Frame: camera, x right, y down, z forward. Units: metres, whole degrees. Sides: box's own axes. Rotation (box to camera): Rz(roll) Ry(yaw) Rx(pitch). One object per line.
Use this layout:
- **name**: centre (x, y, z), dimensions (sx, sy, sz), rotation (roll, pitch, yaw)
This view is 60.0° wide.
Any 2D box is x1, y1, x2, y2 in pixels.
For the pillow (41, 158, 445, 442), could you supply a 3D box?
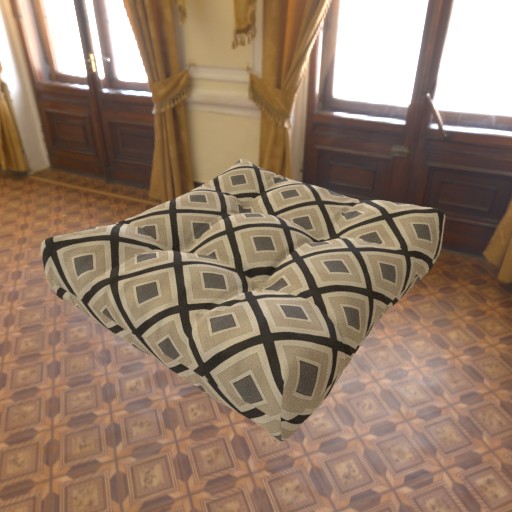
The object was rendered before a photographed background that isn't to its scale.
- **pillow**: centre (0.000, 0.000, 0.723), dimensions (0.468, 0.128, 0.490), rotation (22, 38, 31)
